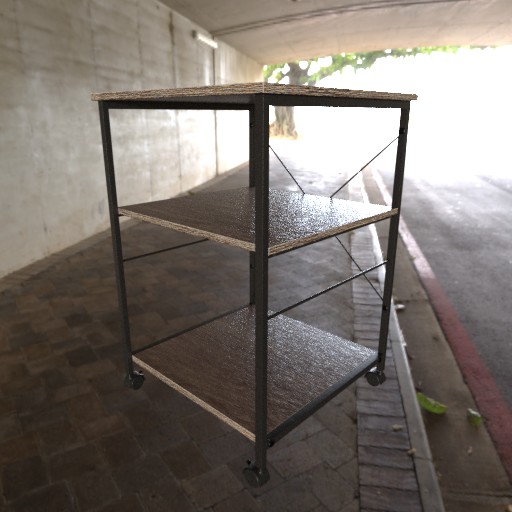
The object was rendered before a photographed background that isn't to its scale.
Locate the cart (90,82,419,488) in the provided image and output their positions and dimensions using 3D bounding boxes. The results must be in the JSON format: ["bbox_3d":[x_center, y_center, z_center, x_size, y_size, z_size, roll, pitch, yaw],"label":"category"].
[{"bbox_3d":[0.000,0.000,1.106,0.521,0.762,0.520,16,24,41],"label":"cart"}]
